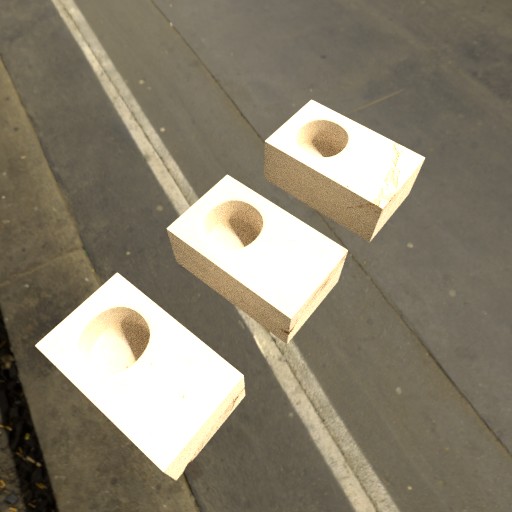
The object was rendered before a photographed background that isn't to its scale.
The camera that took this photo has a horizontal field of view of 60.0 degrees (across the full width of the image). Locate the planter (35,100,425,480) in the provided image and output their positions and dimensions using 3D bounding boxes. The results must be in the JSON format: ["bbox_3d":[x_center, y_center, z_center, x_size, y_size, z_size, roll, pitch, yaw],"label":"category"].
[{"bbox_3d":[0.000,0.000,0.378,0.127,0.051,0.333,35,64,19],"label":"planter"}]
